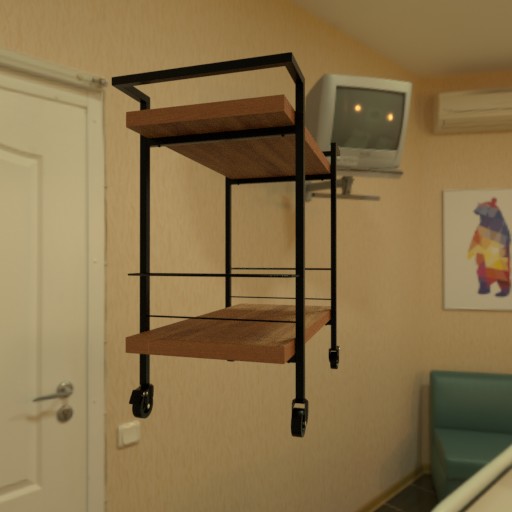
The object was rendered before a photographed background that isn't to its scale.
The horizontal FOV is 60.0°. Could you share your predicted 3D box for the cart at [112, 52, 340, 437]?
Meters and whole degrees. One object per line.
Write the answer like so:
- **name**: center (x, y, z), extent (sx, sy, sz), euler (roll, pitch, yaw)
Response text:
- **cart**: center (0.000, 0.000, 1.274), extent (0.406, 0.762, 0.806), euler (0, 0, 17)
